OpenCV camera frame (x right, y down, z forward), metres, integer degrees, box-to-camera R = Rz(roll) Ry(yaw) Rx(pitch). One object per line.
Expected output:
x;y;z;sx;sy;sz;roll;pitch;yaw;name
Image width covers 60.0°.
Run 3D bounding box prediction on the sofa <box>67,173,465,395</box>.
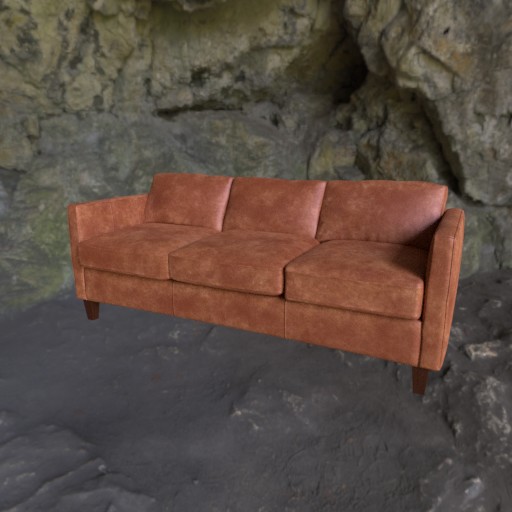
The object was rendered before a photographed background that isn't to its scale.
0.000;0.000;2.953;2.464;1.006;1.045;7;15;25;sofa
